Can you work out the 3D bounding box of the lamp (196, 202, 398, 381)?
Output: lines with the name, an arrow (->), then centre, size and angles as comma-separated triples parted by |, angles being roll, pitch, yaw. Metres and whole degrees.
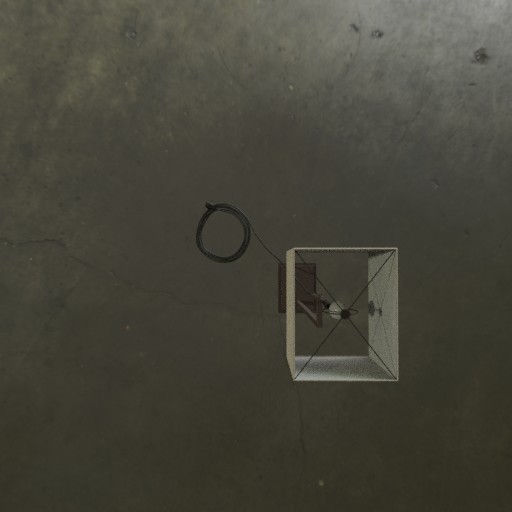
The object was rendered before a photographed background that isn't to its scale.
lamp -> 0.000, 0.000, 1.988 | 0.774, 1.600, 0.698 | 0, 89, 1
